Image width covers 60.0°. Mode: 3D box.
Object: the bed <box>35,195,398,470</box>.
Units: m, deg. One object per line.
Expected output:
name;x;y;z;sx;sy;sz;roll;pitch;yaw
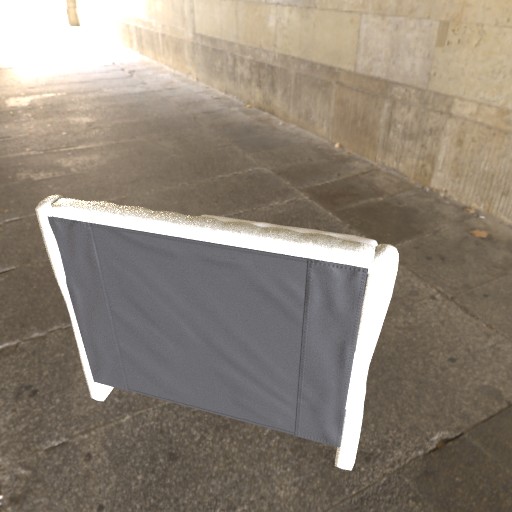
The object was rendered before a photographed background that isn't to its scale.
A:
bed;0.000;0.000;3.853;2.219;1.771;2.347;9;34;15
